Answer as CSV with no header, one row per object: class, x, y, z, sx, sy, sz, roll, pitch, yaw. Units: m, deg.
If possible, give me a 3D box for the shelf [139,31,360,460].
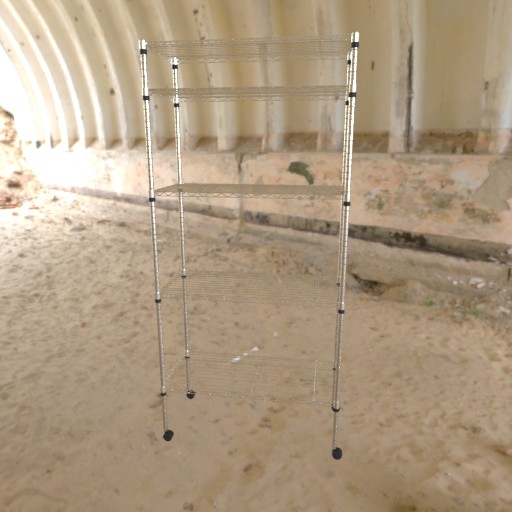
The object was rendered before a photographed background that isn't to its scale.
shelf,0.000,0.000,1.823,0.762,1.587,0.356,2,15,9
